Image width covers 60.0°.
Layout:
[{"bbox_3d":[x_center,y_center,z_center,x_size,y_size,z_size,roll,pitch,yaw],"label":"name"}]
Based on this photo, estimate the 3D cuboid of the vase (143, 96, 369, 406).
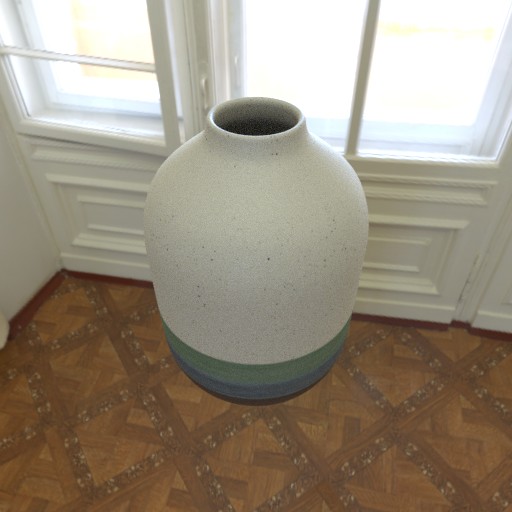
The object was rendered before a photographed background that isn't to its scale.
[{"bbox_3d":[0.000,0.000,0.363,0.169,0.240,0.169,0,41,0],"label":"vase"}]
